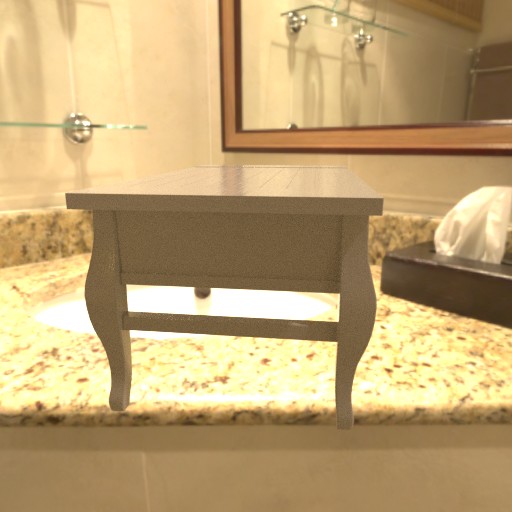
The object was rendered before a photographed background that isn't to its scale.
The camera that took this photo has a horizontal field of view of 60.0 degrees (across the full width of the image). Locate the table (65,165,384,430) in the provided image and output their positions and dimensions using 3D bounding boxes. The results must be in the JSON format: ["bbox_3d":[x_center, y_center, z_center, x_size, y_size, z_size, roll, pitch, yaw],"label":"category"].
[{"bbox_3d":[0.000,0.000,1.366,0.600,0.495,1.062,2,15,7],"label":"table"}]
